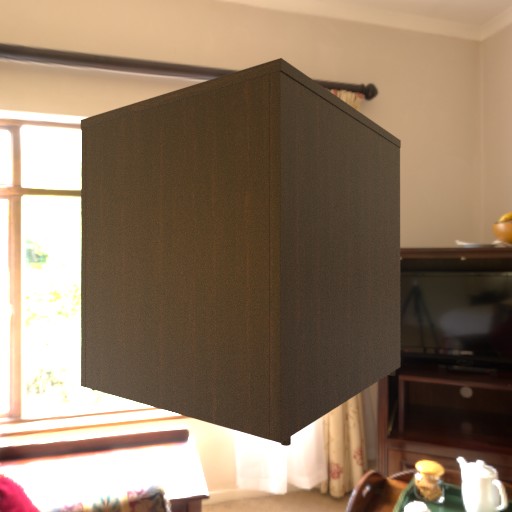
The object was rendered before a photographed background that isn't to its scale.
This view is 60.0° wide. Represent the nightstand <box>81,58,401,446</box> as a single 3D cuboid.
[{"bbox_3d":[0.000,0.000,0.820,0.400,0.460,0.461,0,0,35],"label":"nightstand"}]
